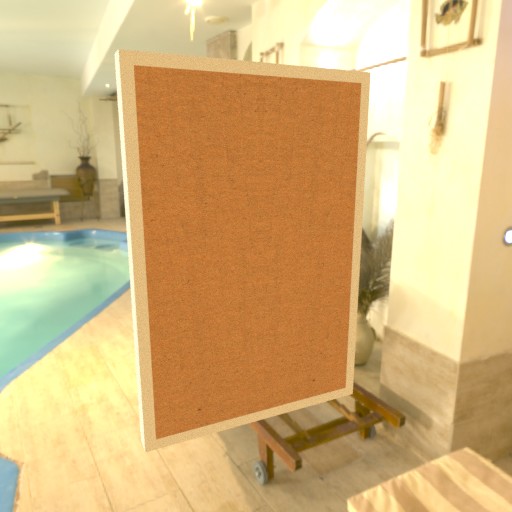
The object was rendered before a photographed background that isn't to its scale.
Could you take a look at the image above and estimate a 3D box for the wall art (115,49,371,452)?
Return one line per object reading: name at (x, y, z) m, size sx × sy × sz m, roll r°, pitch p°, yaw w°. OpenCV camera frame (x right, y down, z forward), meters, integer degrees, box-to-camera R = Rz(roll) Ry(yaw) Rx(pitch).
wall art at (0.000, 0.000, 0.531) m, size 0.293 × 0.428 × 0.025 m, roll -6°, pitch 15°, yaw -25°
